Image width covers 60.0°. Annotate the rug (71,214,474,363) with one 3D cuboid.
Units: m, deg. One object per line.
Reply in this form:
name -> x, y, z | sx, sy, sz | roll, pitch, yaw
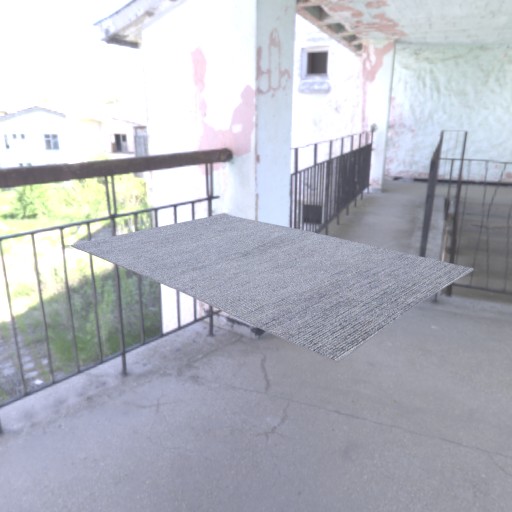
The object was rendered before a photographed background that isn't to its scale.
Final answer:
rug -> 0.000, 0.000, 2.298 | 1.789, 0.021, 1.159 | 16, 24, 41
